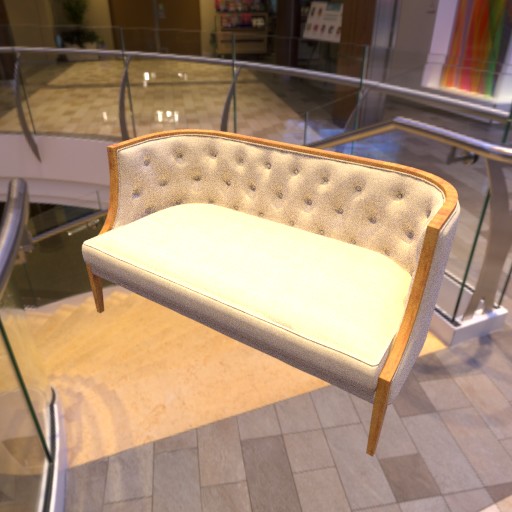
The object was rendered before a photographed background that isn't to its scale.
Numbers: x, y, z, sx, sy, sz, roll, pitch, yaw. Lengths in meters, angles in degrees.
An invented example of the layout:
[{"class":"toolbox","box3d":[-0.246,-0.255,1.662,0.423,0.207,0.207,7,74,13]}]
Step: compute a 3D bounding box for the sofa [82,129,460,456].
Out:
[{"class":"sofa","box3d":[0.000,0.000,1.910,1.474,0.775,0.770,19,35,29]}]
